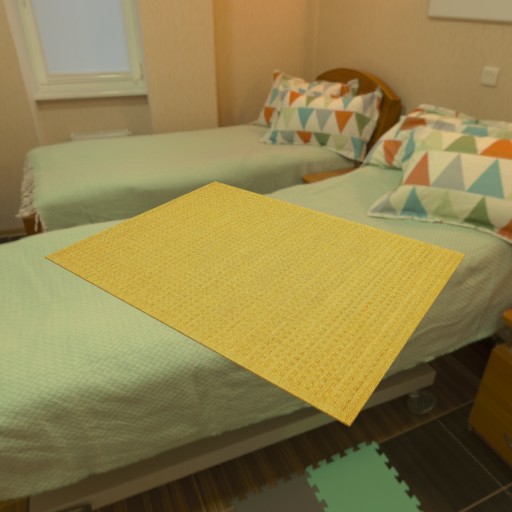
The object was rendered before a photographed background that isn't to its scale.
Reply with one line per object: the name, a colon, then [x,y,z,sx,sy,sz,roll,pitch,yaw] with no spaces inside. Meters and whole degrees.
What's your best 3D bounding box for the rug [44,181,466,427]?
rug: [0.000,0.000,4.300,3.242,0.015,2.486,21,37,31]
